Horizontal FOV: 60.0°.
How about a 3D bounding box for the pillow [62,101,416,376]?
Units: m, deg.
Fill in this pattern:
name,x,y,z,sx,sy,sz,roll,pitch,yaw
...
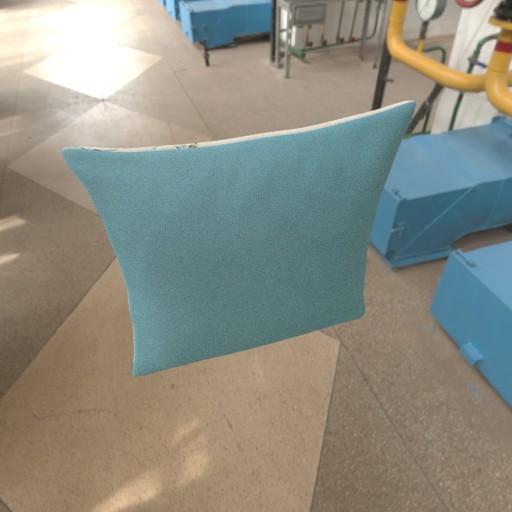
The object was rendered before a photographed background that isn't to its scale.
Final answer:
name,x,y,z,sx,sy,sz,roll,pitch,yaw
pillow,0.000,0.000,0.794,0.526,0.507,0.166,-12,42,-14
